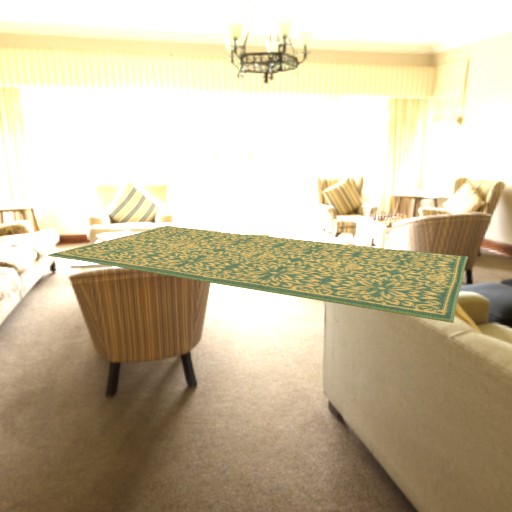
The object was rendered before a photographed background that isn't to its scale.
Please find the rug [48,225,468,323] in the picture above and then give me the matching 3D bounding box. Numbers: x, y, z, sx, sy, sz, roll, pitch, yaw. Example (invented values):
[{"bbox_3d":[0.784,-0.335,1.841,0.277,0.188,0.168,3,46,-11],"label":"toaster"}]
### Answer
[{"bbox_3d":[0.000,0.000,1.433,1.219,0.007,0.604,7,16,27],"label":"rug"}]
